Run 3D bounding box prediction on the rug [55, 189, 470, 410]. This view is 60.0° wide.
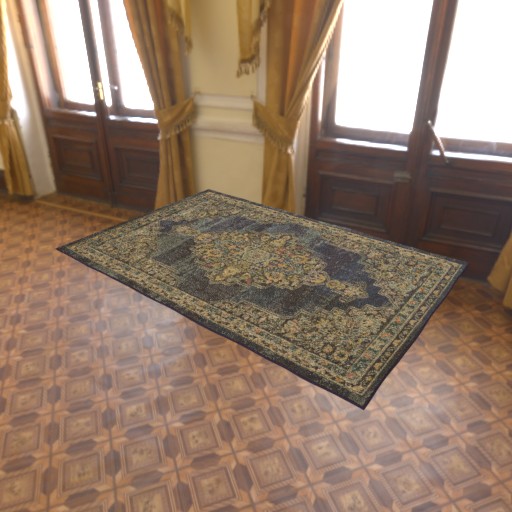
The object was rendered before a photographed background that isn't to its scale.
[{"bbox_3d":[0.000,0.000,2.270,1.781,0.012,1.184,20,34,33],"label":"rug"}]
